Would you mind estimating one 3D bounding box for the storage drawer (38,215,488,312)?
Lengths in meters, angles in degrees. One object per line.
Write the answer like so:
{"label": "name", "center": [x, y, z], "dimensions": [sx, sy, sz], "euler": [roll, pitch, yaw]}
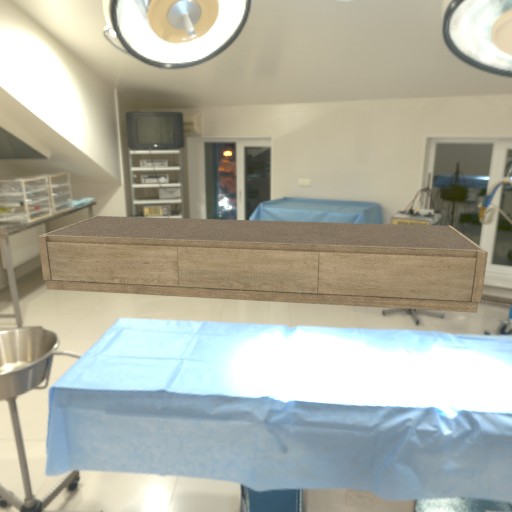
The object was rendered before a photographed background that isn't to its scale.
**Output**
{"label": "storage drawer", "center": [0.000, 0.000, 2.338], "dimensions": [2.072, 0.274, 0.591], "euler": [2, 15, 8]}
